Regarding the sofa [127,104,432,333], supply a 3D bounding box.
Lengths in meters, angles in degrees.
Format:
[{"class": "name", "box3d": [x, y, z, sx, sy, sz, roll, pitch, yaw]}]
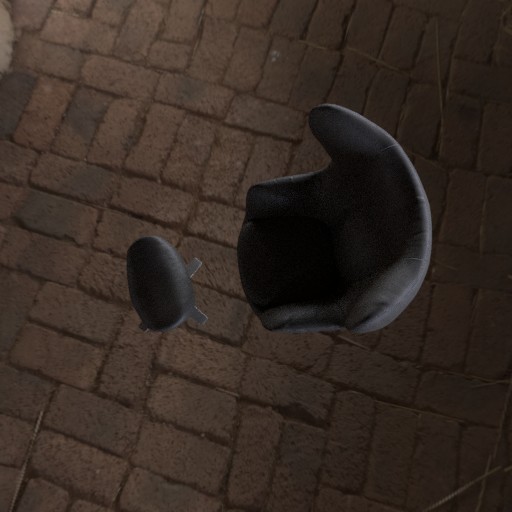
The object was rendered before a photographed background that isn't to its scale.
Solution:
[{"class": "sofa", "box3d": [0.000, 0.000, 2.127, 1.444, 1.135, 0.894, -7, 76, -2]}]
